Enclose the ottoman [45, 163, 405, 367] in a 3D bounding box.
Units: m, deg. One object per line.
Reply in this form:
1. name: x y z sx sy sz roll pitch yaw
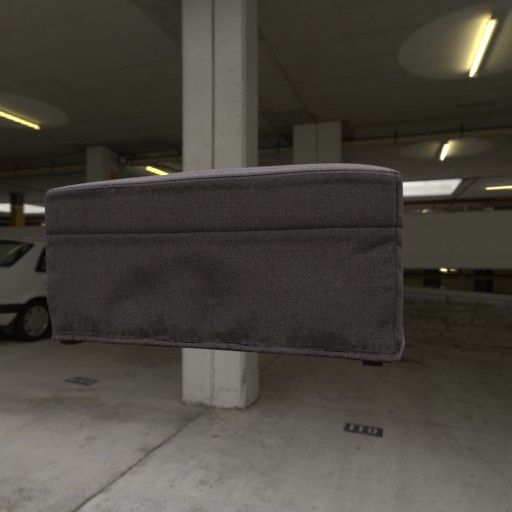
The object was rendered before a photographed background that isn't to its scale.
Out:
1. ottoman: 0.000 0.000 1.332 0.840 0.436 0.843 0 -1 18
